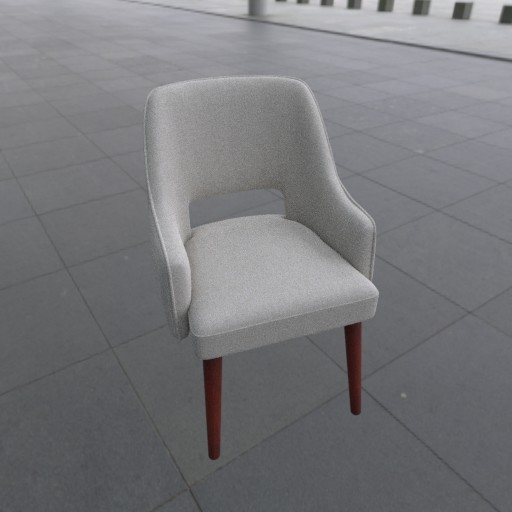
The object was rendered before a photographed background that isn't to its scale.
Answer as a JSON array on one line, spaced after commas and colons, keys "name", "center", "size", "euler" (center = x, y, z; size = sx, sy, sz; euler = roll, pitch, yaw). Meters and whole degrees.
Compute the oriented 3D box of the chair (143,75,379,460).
[{"name": "chair", "center": [0.000, 0.000, 1.226], "size": [0.560, 0.840, 0.580], "euler": [-11, 35, -16]}]
